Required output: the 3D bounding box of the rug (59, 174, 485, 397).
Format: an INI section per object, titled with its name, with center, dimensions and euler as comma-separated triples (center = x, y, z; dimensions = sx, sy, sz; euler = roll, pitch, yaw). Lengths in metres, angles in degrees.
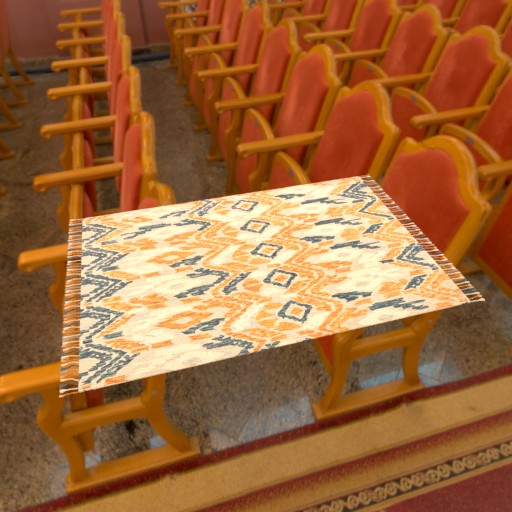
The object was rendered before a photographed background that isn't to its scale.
[rug]
center = 0.000, 0.000, 2.959
dimensions = 2.428, 0.010, 1.533
euler = -10, 42, -12
